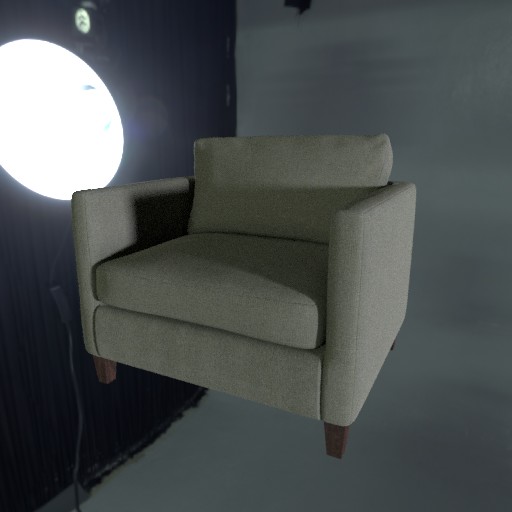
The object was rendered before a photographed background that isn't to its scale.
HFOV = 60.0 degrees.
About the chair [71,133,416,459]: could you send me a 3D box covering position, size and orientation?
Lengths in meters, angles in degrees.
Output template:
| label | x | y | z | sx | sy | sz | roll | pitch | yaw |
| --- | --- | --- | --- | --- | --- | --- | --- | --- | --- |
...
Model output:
| label | x | y | z | sx | sy | sz | roll | pitch | yaw |
| --- | --- | --- | --- | --- | --- | --- | --- | --- | --- |
| chair | 0.000 | 0.000 | 1.809 | 1.107 | 0.963 | 0.959 | 7 | 16 | 26 |
